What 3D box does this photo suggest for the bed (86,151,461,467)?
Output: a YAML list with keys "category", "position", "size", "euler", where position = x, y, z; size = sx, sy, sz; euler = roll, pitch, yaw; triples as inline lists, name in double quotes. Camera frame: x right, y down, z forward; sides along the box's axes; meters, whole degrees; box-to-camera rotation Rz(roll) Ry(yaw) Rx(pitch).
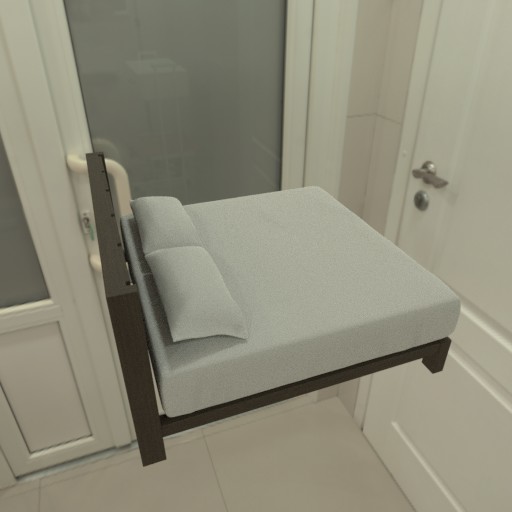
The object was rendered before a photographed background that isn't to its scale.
- category: "bed"
  position: [0.000, 0.000, 3.506]
  size: [2.238, 1.261, 2.143]
  euler: [-11, 33, -17]
